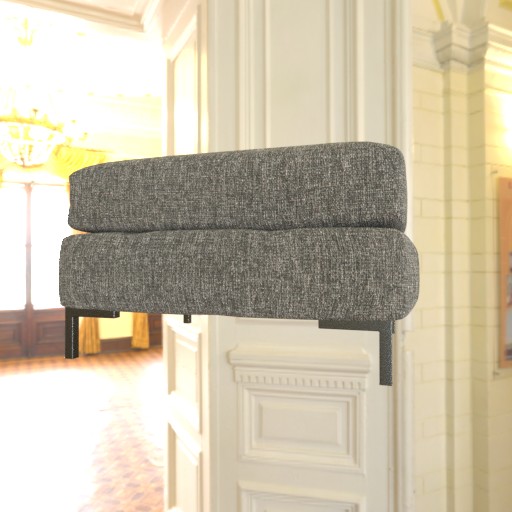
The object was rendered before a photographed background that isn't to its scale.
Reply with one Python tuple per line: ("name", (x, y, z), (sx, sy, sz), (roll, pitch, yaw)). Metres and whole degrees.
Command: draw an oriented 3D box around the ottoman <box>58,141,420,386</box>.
("ottoman", (0.000, 0.000, 1.215), (0.828, 0.480, 0.683), (0, 0, 18))
